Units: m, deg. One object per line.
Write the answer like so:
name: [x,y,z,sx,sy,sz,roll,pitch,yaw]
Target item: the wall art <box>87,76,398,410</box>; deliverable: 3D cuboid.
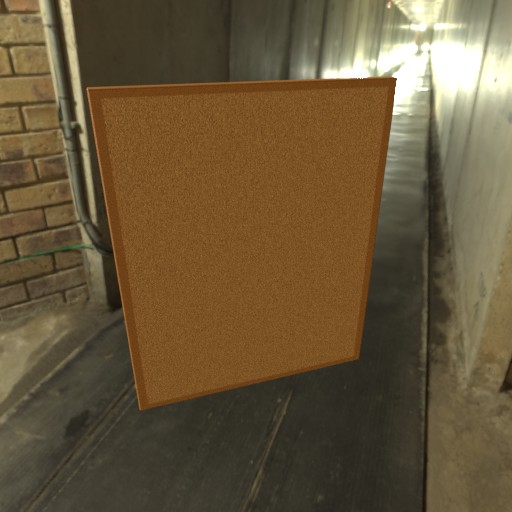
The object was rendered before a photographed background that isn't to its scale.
wall art: [0.000,0.000,0.515,0.310,0.379,0.015,-9,29,-16]
